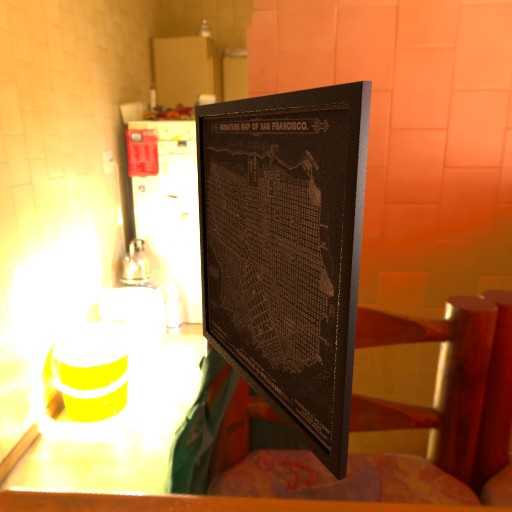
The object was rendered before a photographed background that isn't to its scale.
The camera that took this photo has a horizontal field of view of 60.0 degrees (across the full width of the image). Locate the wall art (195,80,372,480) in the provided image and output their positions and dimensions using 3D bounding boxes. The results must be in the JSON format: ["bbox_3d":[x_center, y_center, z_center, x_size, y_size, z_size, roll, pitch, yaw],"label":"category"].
[{"bbox_3d":[0.000,0.000,0.679,0.012,0.458,0.457,-8,17,-27],"label":"wall art"}]
